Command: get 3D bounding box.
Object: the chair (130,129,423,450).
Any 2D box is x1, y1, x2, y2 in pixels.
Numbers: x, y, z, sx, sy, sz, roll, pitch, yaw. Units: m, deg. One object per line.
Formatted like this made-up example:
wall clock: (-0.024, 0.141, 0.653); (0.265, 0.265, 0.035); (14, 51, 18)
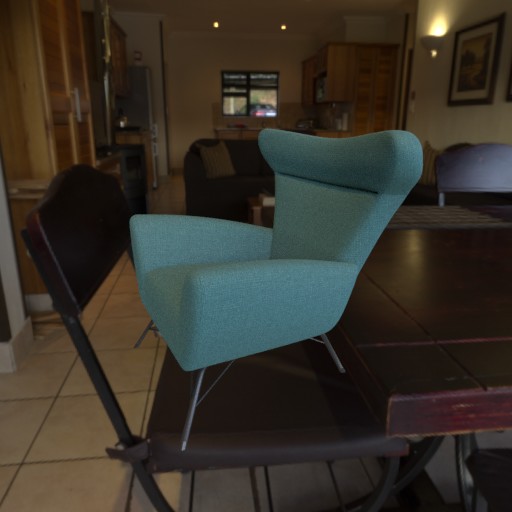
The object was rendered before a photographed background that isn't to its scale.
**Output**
chair: (0.000, 0.000, 1.784); (0.900, 0.980, 1.050); (-8, 18, -24)
